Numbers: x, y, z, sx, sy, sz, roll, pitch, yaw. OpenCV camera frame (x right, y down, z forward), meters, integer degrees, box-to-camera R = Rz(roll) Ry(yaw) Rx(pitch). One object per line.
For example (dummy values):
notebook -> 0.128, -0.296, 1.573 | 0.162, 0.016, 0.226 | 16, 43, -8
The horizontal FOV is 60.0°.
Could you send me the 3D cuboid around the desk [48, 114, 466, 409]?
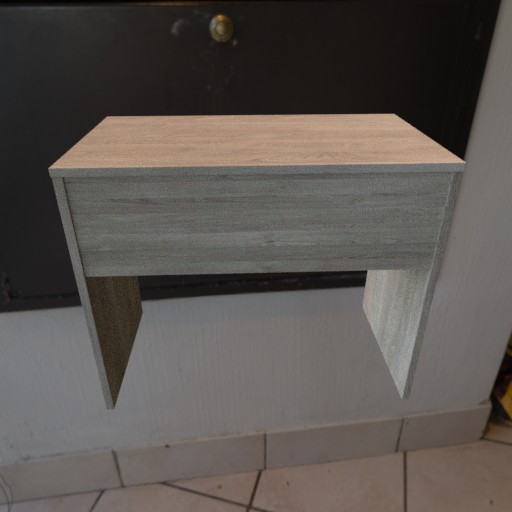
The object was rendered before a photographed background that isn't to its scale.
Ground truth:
desk -> 0.000, 0.000, 1.340 | 0.893, 0.724, 0.498 | -1, 30, -2
